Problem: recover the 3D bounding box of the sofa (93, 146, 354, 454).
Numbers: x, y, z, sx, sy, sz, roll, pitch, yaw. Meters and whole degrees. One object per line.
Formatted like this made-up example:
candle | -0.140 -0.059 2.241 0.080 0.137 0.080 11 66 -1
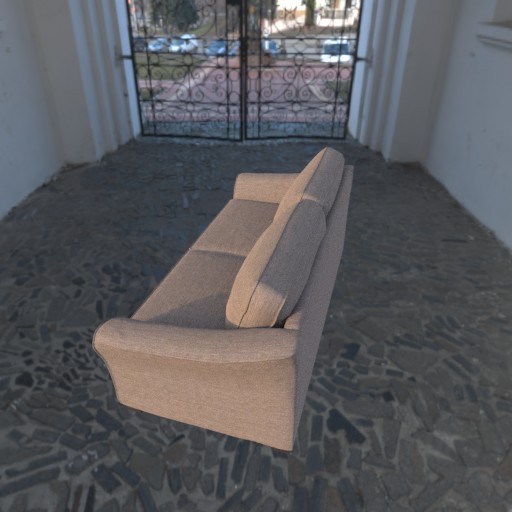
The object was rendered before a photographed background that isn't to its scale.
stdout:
sofa | 0.000 0.000 2.879 0.980 0.965 2.270 9 32 14
